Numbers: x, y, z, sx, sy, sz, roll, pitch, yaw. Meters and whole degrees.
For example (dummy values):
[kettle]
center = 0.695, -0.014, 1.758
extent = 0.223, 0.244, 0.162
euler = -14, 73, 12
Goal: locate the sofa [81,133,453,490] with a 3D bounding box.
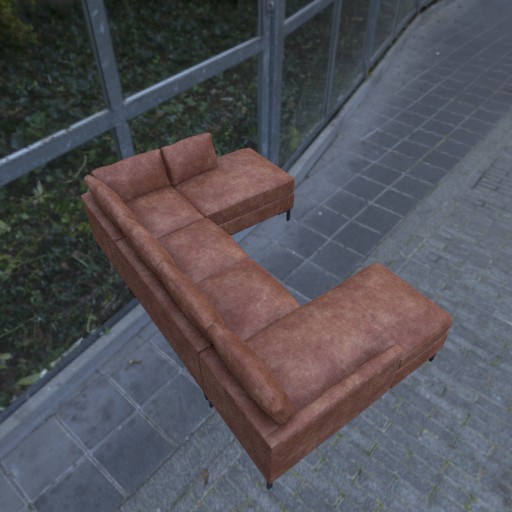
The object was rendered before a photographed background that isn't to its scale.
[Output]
[sofa]
center = 0.000, 0.000, 3.785
extent = 1.939, 0.900, 2.956
euler = -26, 49, -26
